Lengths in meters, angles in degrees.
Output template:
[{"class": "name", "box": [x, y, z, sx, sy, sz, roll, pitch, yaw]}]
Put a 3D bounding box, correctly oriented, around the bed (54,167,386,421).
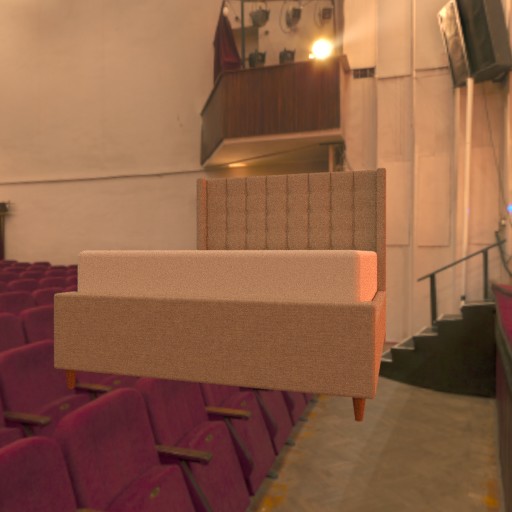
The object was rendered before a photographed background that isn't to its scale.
[{"class": "bed", "box": [0.000, 0.000, 3.719, 2.045, 1.743, 2.370, 0, 0, 18]}]
